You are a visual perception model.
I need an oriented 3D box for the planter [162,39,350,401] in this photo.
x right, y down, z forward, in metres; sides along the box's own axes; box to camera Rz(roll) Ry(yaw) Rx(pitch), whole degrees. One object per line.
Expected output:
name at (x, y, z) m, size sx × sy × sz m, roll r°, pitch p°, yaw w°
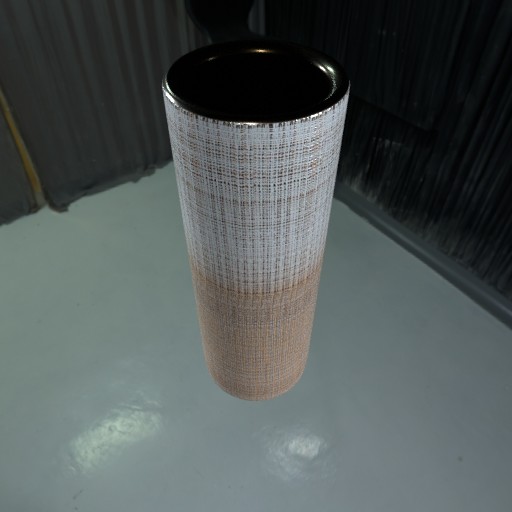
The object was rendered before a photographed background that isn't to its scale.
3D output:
planter at (0.000, 0.000, 0.333) m, size 0.099 × 0.278 × 0.099 m, roll -30°, pitch 53°, yaw -26°
